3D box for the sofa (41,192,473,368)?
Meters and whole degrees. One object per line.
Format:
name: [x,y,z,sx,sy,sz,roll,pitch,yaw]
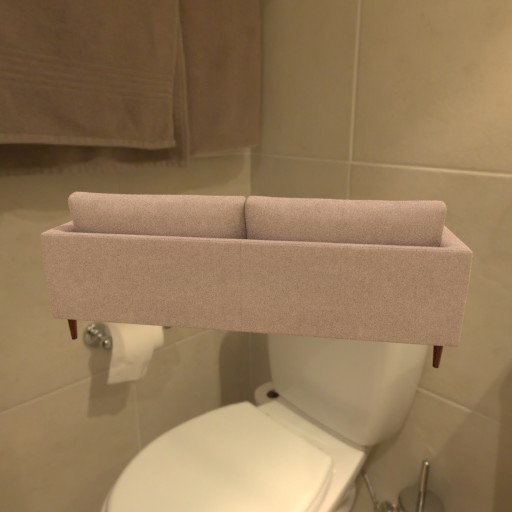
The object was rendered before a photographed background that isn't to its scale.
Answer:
sofa: [0.000,0.000,2.783,2.250,0.868,1.020,3,17,8]
